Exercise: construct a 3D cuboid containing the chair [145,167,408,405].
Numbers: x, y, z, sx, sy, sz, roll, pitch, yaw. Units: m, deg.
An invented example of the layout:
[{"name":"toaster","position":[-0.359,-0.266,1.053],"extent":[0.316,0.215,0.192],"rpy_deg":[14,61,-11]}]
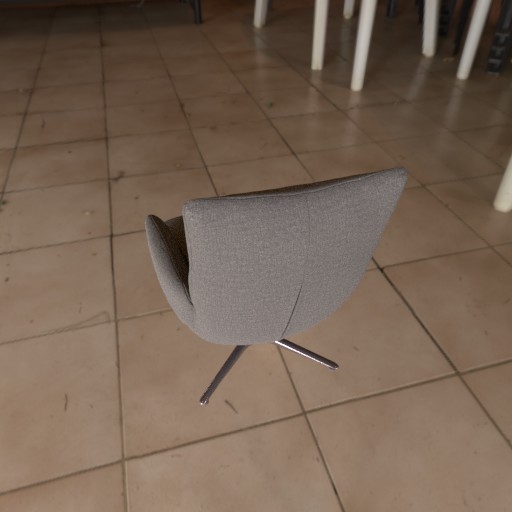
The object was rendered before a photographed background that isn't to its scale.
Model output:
[{"name":"chair","position":[0.000,0.000,1.544],"extent":[0.702,0.984,0.831],"rpy_deg":[-11,41,-13]}]
